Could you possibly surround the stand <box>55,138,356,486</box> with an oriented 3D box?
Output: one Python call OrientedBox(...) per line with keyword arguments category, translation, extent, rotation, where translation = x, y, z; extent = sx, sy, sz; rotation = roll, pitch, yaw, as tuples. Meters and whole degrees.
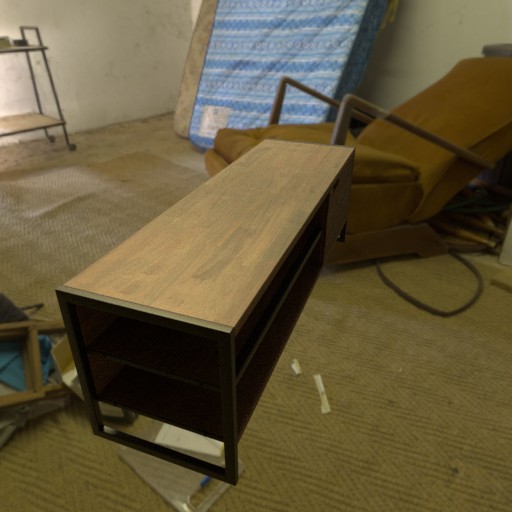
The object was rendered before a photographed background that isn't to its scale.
OrientedBox(category="stand", translation=(0.000, 0.000, 1.699), extent=(0.454, 0.506, 1.480), rotation=(11, 31, 18))
